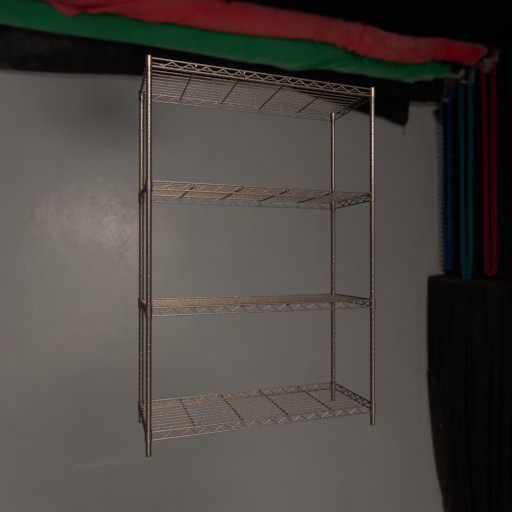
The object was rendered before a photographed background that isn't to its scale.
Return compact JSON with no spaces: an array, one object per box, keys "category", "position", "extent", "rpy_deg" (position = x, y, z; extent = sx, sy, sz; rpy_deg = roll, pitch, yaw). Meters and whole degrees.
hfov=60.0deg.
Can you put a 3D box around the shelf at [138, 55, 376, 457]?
[{"category":"shelf","position":[0.000,0.000,1.806],"extent":[0.907,1.361,0.352],"rpy_deg":[0,0,-19]}]
